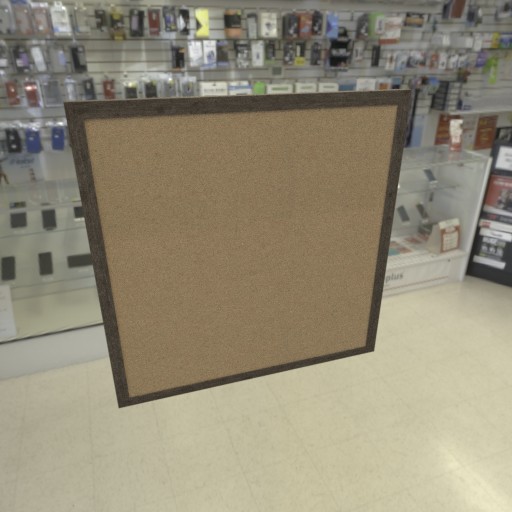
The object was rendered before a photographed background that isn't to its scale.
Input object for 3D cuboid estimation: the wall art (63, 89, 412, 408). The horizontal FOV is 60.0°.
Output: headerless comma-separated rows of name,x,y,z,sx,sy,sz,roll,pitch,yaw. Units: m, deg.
wall art,0.000,0.000,0.664,0.457,0.457,0.013,-8,27,-16
